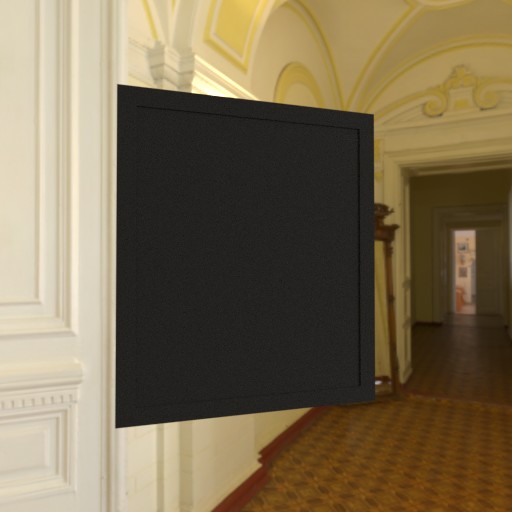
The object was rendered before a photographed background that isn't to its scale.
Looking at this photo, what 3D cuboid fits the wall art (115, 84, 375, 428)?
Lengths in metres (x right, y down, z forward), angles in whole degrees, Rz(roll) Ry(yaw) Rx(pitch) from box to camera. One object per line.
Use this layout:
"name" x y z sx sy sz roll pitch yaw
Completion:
"wall art" 0.000 0.000 0.517 0.311 0.361 0.010 0 -1 -18
